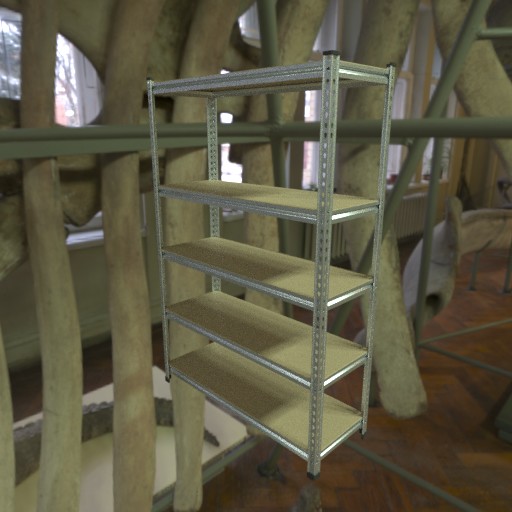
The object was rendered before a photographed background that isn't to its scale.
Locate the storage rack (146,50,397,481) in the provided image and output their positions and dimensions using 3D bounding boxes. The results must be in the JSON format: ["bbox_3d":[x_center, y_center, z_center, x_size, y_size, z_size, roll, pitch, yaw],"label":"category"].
[{"bbox_3d":[0.000,0.000,2.362,0.457,1.829,1.219,-15,22,-43],"label":"storage rack"}]
